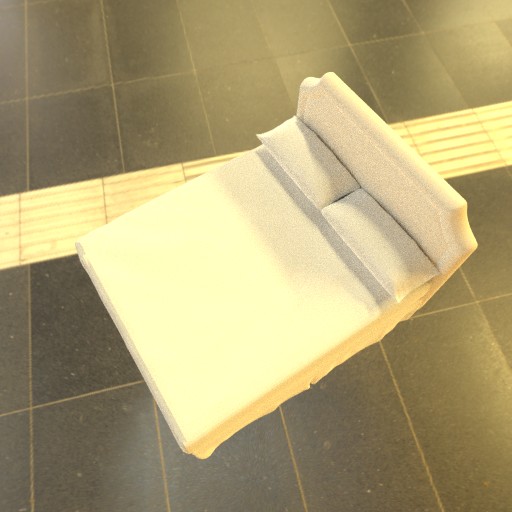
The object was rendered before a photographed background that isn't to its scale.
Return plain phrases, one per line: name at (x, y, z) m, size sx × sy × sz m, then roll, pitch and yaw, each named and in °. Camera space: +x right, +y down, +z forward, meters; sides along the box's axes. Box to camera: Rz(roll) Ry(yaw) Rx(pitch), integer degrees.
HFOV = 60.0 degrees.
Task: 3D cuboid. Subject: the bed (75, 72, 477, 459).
bed at (0.000, 0.000, 3.734) m, size 2.548 × 1.524 × 2.134 m, roll -30°, pitch 67°, yaw -14°
